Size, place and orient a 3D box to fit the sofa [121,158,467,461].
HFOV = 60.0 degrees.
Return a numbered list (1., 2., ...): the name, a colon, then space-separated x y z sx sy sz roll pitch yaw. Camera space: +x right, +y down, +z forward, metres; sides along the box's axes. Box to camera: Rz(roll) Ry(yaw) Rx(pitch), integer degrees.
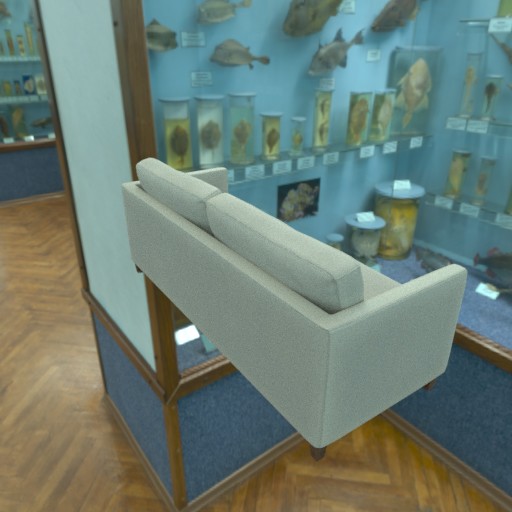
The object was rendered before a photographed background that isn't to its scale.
1. sofa: 0.000 0.000 2.887 0.951 0.968 2.361 -17 30 -31
